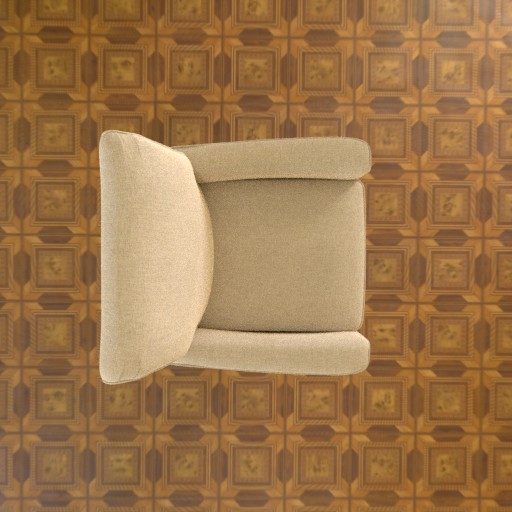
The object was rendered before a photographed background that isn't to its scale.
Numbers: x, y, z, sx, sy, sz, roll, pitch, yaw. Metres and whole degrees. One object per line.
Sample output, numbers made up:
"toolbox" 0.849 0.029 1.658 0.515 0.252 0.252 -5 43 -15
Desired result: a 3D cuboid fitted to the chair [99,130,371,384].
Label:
"chair" 0.000 0.000 1.652 0.859 1.023 0.845 0 91 0
